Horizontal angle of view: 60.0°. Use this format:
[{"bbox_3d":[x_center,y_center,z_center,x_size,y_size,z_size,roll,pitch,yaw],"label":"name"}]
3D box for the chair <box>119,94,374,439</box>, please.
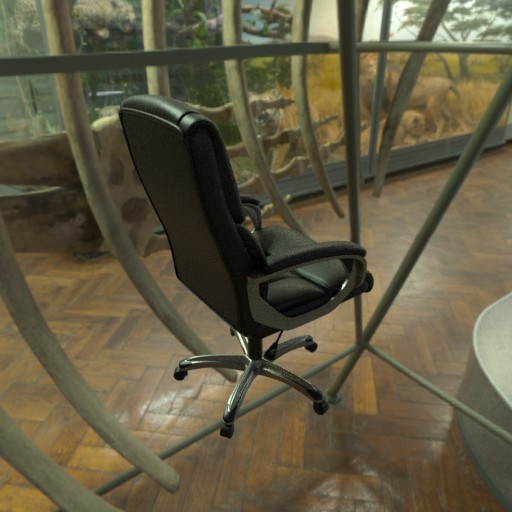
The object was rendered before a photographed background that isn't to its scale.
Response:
[{"bbox_3d":[0.000,0.000,1.625,0.739,1.155,0.663,-18,32,-31],"label":"chair"}]
